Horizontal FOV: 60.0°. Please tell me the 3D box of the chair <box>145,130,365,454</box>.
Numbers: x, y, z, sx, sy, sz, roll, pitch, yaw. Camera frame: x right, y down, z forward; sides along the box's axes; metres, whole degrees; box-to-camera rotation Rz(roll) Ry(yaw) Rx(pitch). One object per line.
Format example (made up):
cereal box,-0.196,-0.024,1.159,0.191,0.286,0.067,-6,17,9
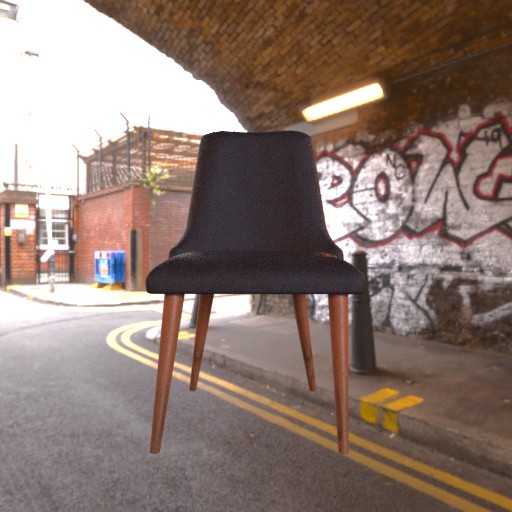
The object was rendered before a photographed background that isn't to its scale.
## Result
chair,0.000,0.000,1.201,0.504,0.820,0.567,0,0,0
